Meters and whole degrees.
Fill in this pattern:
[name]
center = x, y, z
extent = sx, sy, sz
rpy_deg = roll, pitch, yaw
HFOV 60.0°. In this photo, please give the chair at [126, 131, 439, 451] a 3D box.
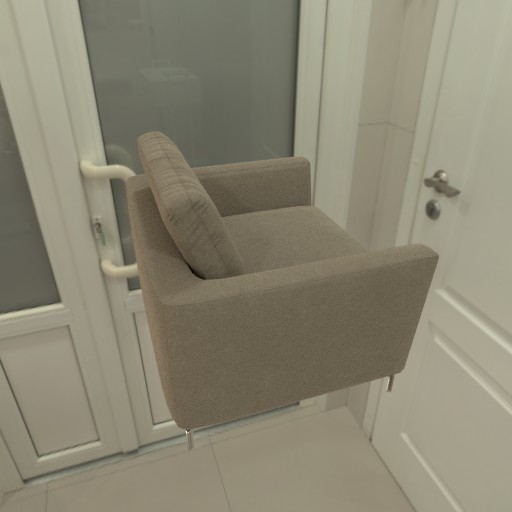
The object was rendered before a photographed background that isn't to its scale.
[chair]
center = 0.000, 0.000, 1.744
extent = 0.889, 0.864, 1.041
rpy_deg = -10, 32, -16
